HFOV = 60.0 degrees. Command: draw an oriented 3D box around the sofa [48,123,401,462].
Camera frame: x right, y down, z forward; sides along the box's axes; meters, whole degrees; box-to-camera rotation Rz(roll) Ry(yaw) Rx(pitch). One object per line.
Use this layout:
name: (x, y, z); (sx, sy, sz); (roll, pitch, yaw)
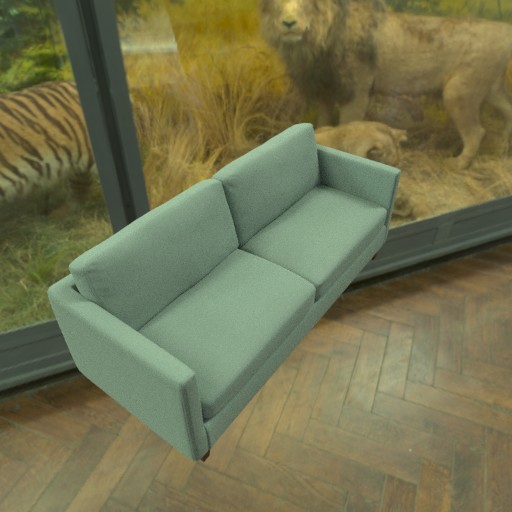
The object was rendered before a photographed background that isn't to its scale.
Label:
sofa: (0.000, 0.000, 2.775); (0.951, 0.965, 2.208); (25, 46, 27)
